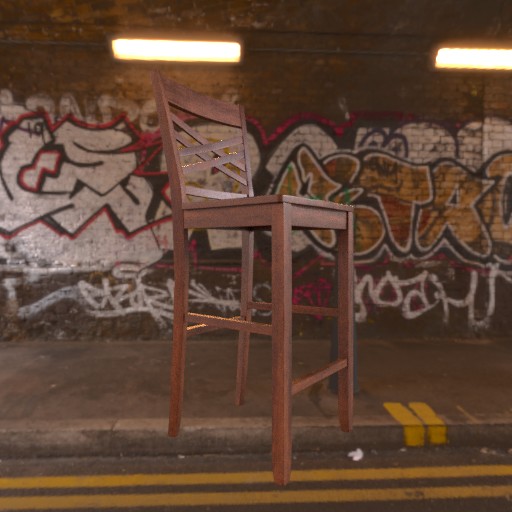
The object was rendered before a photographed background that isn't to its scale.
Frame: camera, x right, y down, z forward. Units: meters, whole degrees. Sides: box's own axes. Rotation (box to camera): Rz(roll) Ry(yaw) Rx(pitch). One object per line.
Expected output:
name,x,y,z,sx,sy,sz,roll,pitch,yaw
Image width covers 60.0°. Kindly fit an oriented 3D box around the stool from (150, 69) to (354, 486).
stool,0.000,0.000,1.366,0.487,1.105,0.433,1,2,36
